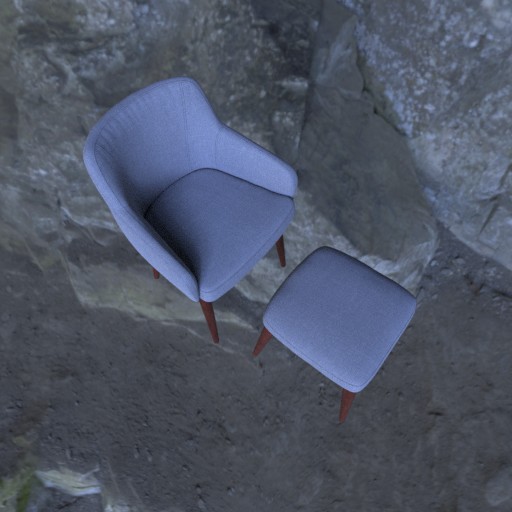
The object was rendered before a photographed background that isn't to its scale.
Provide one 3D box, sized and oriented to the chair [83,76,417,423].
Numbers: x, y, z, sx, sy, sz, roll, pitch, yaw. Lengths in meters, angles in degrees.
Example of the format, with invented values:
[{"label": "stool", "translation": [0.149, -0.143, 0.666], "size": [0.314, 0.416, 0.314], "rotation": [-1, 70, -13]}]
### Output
[{"label": "chair", "translation": [0.000, 0.000, 1.562], "size": [1.107, 0.799, 0.584], "rotation": [34, 64, 19]}]
